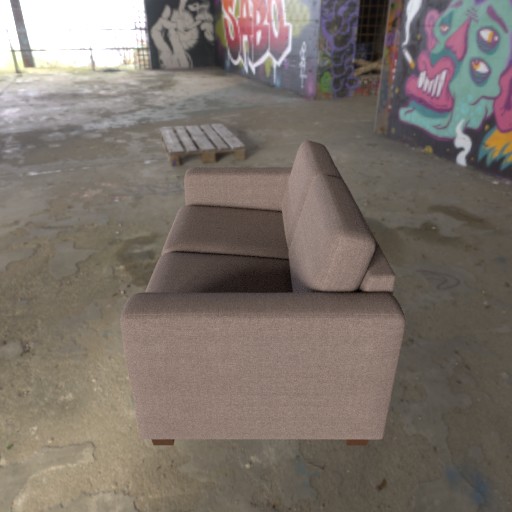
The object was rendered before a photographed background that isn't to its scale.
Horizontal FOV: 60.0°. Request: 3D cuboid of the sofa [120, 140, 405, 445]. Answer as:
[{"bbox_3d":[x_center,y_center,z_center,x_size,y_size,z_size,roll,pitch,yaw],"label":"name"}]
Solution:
[{"bbox_3d":[0.000,0.000,2.045,0.900,0.800,1.520,0,28,0],"label":"sofa"}]
